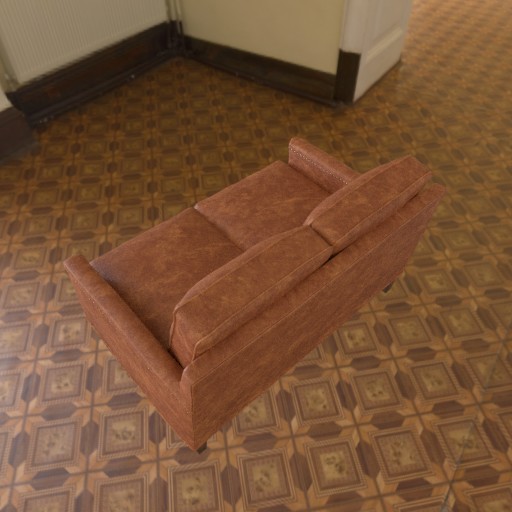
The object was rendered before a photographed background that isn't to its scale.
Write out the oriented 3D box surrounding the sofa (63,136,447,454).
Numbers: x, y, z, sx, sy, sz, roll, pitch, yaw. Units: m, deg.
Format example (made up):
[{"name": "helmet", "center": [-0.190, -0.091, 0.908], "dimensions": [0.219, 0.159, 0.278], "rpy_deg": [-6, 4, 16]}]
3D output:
[{"name": "sofa", "center": [0.000, 0.000, 2.278], "dimensions": [1.597, 1.003, 1.084], "rpy_deg": [-33, 56, -27]}]
